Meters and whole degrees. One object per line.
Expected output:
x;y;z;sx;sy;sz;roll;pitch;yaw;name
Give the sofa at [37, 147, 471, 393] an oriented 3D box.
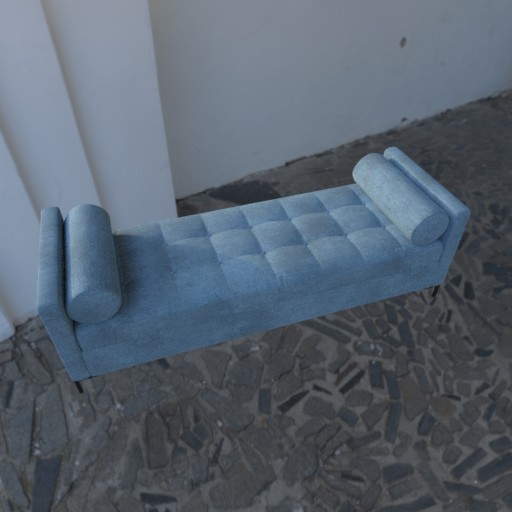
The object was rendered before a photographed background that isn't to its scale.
0.000;0.000;2.343;1.981;0.635;0.686;-13;43;-14;sofa
